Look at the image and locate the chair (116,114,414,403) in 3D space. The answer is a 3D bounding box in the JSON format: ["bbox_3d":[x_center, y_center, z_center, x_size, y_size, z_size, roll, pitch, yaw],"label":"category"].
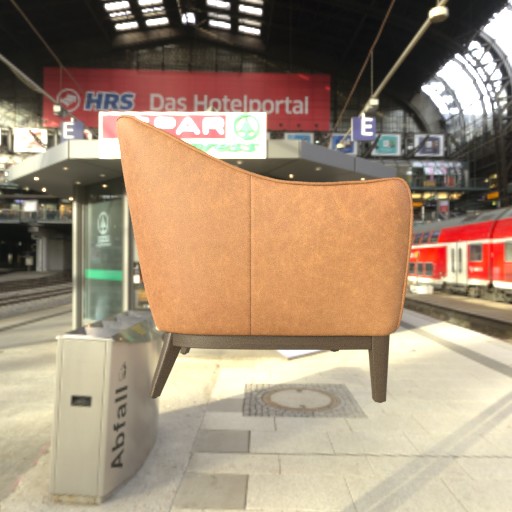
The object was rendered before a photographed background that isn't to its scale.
[{"bbox_3d":[0.000,0.000,1.591,0.852,0.830,0.871,0,0,-1],"label":"chair"}]
